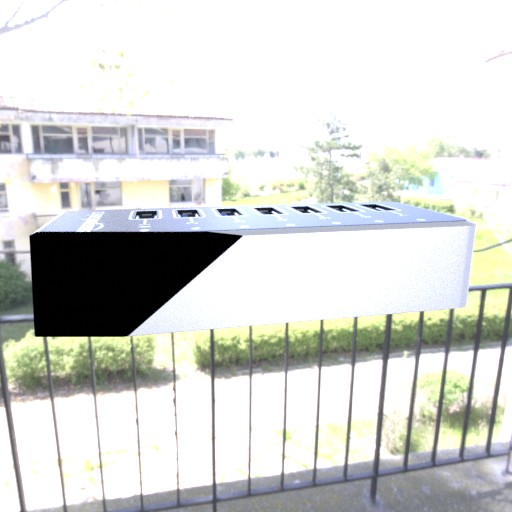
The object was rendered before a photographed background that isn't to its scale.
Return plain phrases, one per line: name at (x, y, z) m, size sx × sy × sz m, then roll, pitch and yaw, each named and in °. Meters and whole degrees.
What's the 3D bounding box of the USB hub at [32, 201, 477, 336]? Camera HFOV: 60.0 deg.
USB hub at (0.000, 0.000, 0.125) m, size 0.110 × 0.023 × 0.044 m, roll -3°, pitch 15°, yaw -12°
